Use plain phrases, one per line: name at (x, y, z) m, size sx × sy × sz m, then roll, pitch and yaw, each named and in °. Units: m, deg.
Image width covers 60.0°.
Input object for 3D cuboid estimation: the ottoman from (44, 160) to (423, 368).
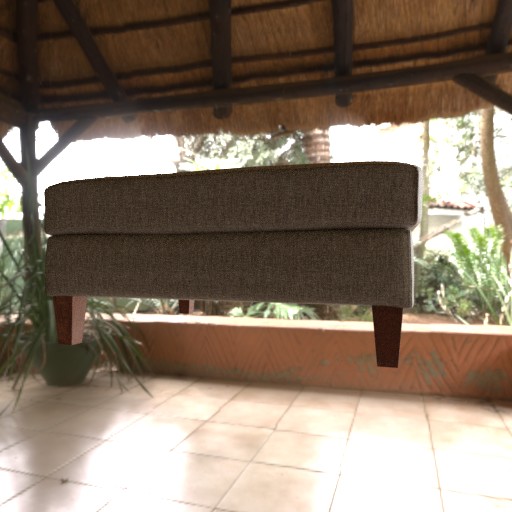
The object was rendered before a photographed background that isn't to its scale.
ottoman at (0.000, 0.000, 1.458) m, size 0.994 × 0.492 × 0.839 m, roll 0°, pitch 0°, yaw 17°
